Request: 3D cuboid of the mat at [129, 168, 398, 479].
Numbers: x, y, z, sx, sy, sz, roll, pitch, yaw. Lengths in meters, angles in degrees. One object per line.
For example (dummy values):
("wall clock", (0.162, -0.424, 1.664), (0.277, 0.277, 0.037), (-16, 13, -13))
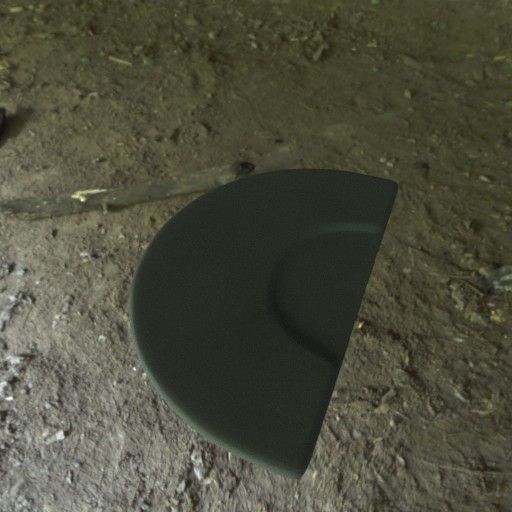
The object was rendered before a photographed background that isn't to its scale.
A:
("mat", (0.000, 0.000, 1.823), (0.917, 0.022, 1.525), (16, 47, 16))
